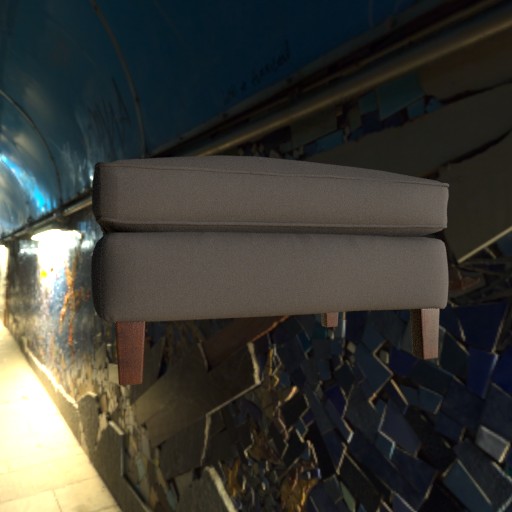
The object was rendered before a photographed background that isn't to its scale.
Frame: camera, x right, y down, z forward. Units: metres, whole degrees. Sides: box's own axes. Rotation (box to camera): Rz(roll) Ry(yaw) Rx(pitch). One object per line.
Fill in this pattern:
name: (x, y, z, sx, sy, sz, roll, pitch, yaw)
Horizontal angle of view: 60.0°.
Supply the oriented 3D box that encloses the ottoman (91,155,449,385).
ottoman: (0.000, 0.000, 0.997, 0.686, 0.406, 0.508, 0, 0, -18)
